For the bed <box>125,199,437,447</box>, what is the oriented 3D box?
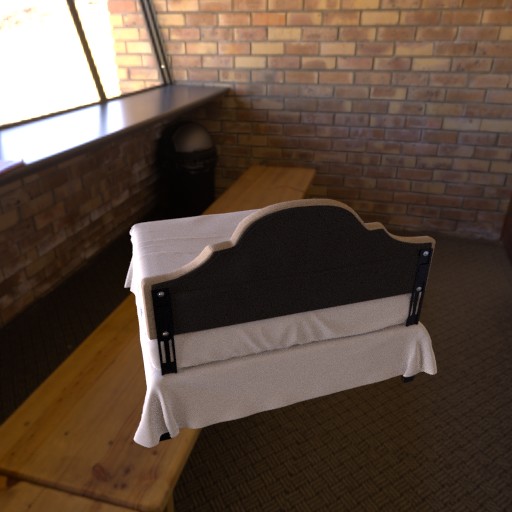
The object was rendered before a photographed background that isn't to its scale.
[{"bbox_3d":[0.000,0.000,3.777,2.303,1.631,2.222,-8,28,-15],"label":"bed"}]
